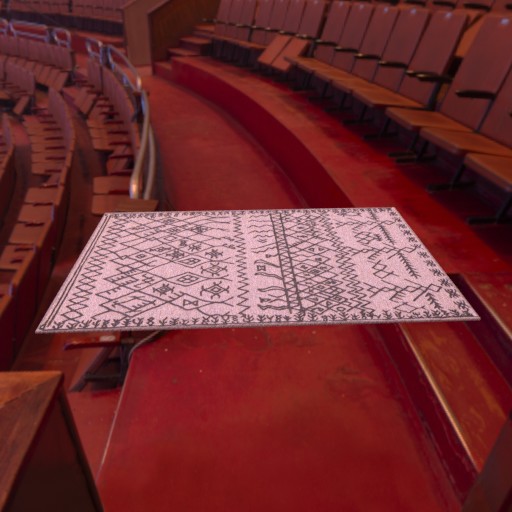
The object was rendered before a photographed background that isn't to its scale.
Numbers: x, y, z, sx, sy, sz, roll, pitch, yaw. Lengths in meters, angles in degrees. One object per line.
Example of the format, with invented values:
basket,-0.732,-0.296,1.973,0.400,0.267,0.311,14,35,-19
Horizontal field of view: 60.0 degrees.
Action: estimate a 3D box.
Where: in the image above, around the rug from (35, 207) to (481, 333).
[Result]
rug,0.000,0.000,3.084,2.444,0.012,1.526,-1,30,-2
